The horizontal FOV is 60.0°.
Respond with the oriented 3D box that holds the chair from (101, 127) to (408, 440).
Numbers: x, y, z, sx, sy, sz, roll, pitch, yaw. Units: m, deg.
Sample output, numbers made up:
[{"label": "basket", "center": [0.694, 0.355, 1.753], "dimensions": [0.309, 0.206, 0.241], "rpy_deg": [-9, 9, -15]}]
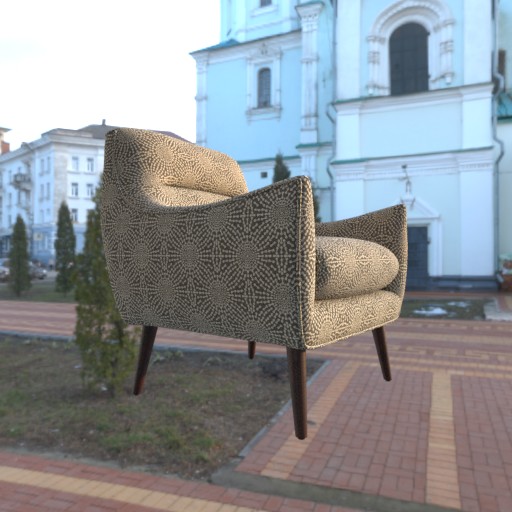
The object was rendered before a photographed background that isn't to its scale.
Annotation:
[{"label": "chair", "center": [0.000, 0.000, 1.446], "dimensions": [0.787, 0.838, 0.762], "rpy_deg": [0, -1, 35]}]
